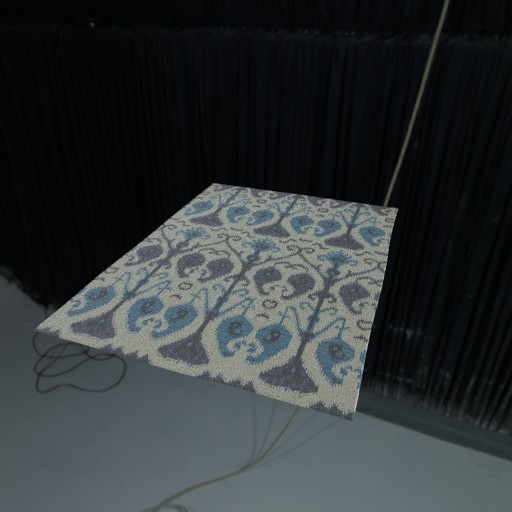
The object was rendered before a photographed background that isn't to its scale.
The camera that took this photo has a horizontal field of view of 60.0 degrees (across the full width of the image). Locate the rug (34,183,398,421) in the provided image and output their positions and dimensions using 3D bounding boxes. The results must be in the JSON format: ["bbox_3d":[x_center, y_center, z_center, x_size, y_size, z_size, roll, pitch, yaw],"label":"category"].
[{"bbox_3d":[0.000,0.000,2.989,1.676,0.013,2.261,10,32,17],"label":"rug"}]
